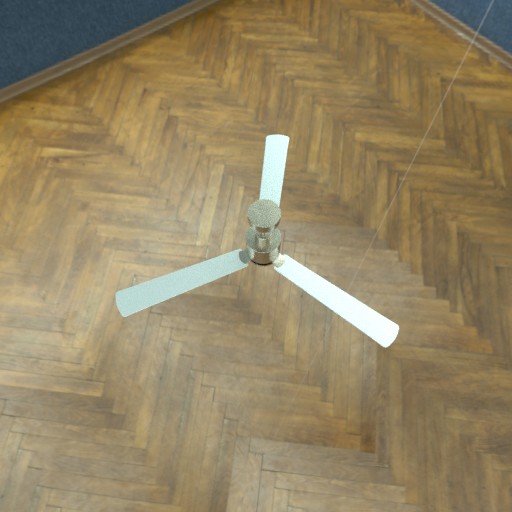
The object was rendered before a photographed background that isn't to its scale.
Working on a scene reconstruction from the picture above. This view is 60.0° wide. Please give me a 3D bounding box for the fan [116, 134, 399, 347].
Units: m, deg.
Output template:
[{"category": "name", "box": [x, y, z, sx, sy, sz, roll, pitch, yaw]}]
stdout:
[{"category": "fan", "box": [0.000, 0.000, 2.415, 1.531, 0.446, 1.561, -33, 68, -15]}]
